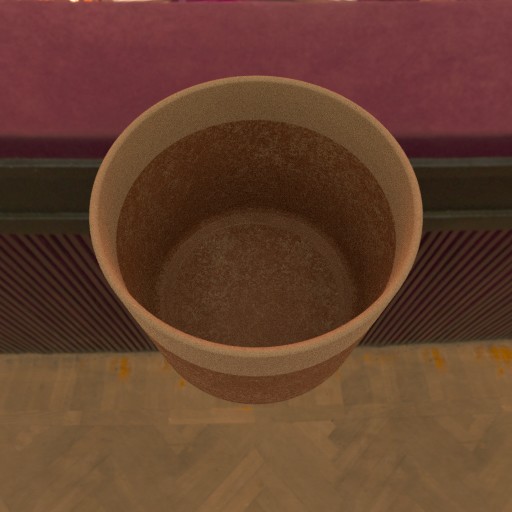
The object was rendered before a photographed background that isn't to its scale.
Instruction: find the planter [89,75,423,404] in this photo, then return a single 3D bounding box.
[{"bbox_3d":[0.000,0.000,0.274,0.159,0.138,0.159,0,63,0],"label":"planter"}]
